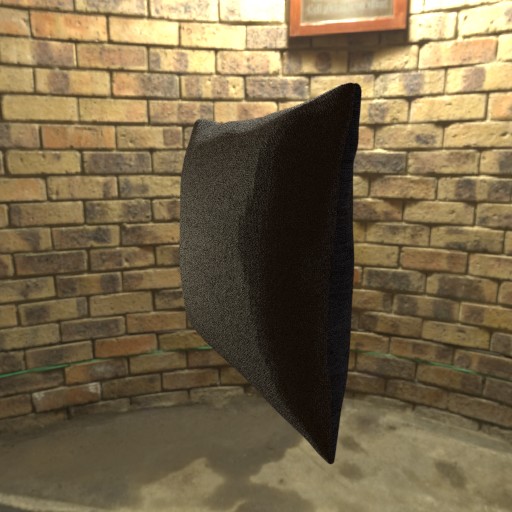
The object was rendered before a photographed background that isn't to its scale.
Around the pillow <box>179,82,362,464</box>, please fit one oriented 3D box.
[{"bbox_3d":[0.000,0.000,0.680,0.204,0.439,0.452,-6,14,-27],"label":"pillow"}]
